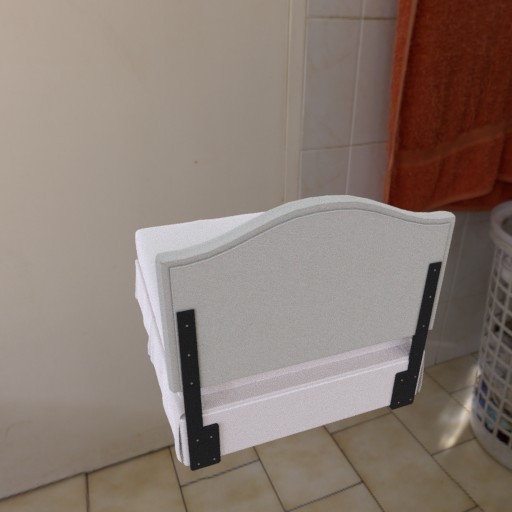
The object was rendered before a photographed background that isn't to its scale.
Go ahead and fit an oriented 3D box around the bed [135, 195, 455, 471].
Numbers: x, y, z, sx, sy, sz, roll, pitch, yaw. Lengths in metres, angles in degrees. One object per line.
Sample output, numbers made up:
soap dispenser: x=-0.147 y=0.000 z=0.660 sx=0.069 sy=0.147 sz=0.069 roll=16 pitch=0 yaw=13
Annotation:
bed: x=0.000 y=0.000 z=3.476 sx=1.813 sy=1.607 sz=2.180 roll=-9 pitch=28 yaw=-18
